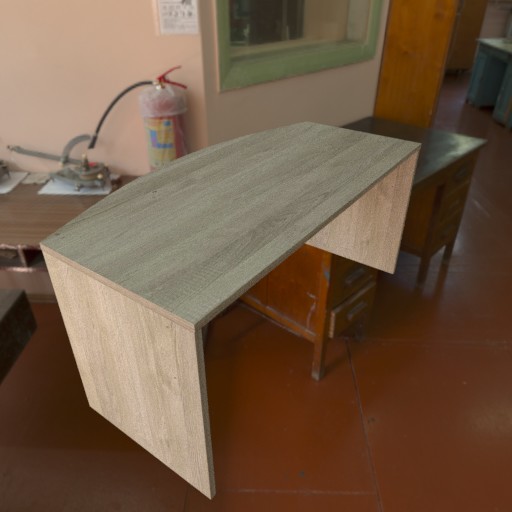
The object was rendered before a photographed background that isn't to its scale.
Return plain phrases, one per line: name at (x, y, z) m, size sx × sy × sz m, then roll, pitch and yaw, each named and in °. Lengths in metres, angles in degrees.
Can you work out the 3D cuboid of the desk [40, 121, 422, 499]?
desk at (0.000, 0.000, 1.979) m, size 0.802 × 0.752 × 1.600 m, roll 21°, pitch 38°, yaw 30°
